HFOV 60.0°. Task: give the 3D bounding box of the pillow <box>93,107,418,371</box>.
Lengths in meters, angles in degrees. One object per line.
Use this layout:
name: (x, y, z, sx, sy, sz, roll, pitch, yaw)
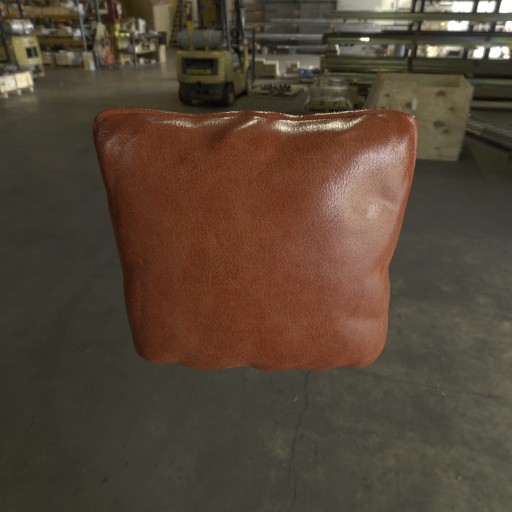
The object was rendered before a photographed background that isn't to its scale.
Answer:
pillow: (0.000, 0.000, 0.817, 0.532, 0.523, 0.236, 1, 29, 1)
